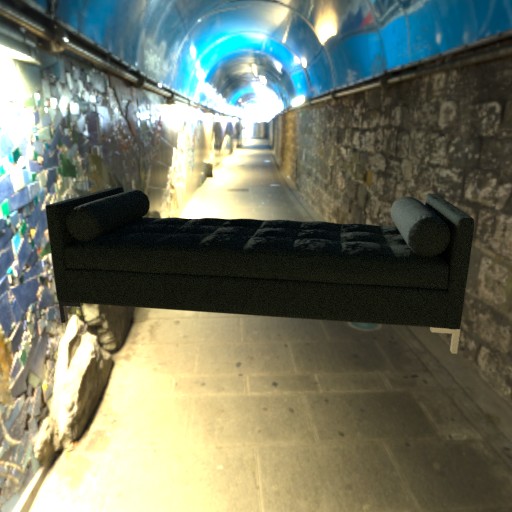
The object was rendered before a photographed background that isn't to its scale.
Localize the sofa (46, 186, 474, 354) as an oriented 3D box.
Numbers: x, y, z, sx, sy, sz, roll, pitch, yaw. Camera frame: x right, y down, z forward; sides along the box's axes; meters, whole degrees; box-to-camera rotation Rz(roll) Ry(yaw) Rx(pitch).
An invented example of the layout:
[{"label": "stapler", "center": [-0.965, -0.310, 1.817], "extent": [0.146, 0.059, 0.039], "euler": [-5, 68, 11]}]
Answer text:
[{"label": "sofa", "center": [0.000, 0.000, 2.546], "extent": [2.102, 0.657, 0.797], "euler": [3, 16, 9]}]
